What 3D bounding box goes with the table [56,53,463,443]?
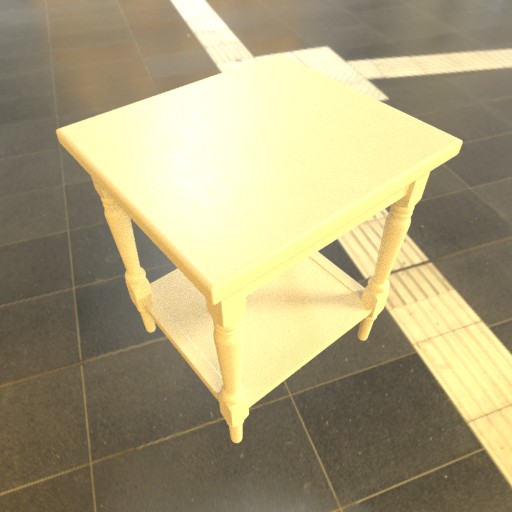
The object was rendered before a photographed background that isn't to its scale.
[{"bbox_3d":[0.000,0.000,0.915,0.488,0.565,0.442,-31,53,-26],"label":"table"}]
